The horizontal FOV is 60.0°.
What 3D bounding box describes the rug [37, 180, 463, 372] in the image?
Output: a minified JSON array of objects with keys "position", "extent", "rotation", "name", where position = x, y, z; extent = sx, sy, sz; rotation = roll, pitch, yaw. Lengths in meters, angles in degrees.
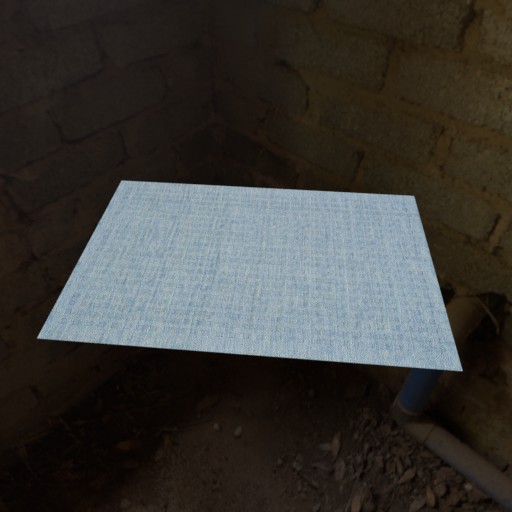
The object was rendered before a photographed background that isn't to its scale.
[{"position":[0.000,0.000,2.913],"extent":[2.286,0.006,1.522],"rotation":[4,44,4],"name":"rug"}]
